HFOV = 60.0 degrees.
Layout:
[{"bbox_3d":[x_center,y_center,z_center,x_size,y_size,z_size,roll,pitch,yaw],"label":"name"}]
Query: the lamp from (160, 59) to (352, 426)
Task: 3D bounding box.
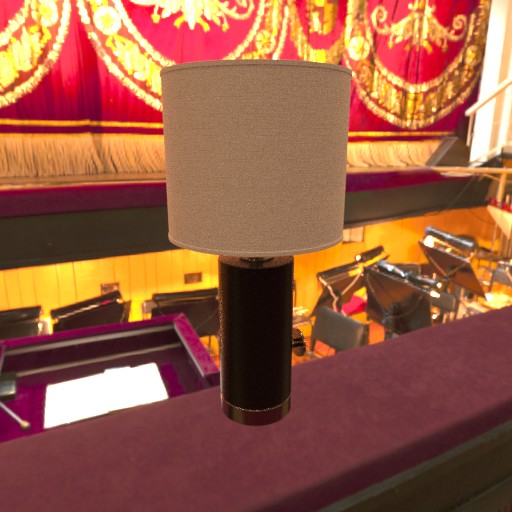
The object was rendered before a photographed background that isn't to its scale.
[{"bbox_3d":[0.000,0.000,0.630,0.240,0.482,0.241,-7,17,-25],"label":"lamp"}]
